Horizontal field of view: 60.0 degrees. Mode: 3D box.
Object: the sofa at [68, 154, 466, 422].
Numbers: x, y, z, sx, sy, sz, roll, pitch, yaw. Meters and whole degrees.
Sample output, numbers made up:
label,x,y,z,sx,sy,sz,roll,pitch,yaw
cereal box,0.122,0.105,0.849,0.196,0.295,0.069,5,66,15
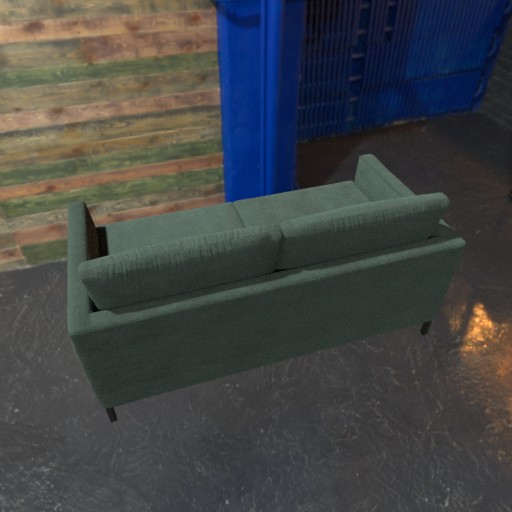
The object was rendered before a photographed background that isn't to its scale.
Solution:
label,x,y,z,sx,sy,sz,roll,pitch,yaw
sofa,0.000,0.000,2.171,1.676,0.817,0.875,-12,42,-13
